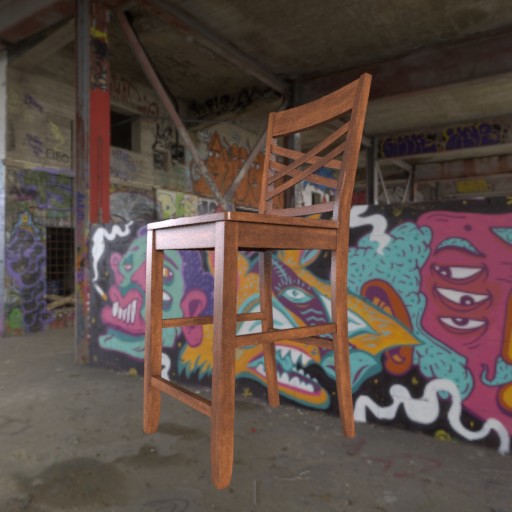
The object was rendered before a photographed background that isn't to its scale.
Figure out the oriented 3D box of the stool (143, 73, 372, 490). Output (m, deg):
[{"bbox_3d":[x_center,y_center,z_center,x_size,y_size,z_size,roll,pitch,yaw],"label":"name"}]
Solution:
[{"bbox_3d":[0.000,0.000,1.338,0.539,1.079,0.462,0,-1,-37],"label":"stool"}]
